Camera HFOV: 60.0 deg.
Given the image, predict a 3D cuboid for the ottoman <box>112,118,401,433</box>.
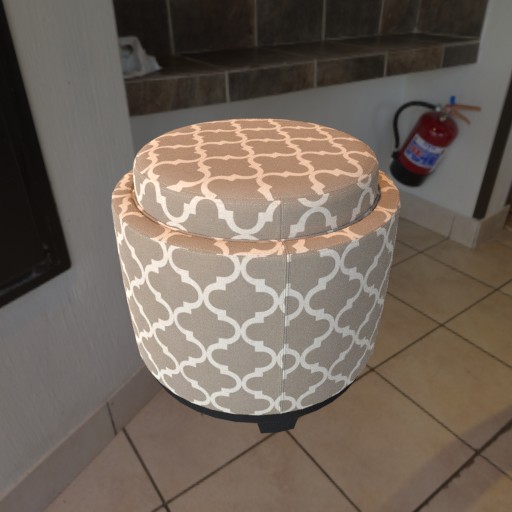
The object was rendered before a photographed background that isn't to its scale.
[{"bbox_3d":[0.000,0.000,0.824,0.480,0.429,0.480,0,32,0],"label":"ottoman"}]
